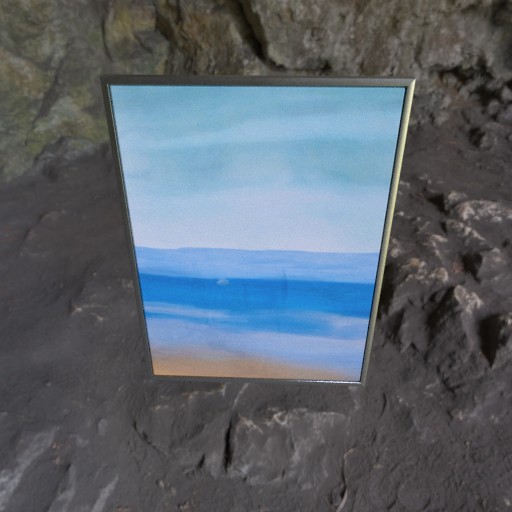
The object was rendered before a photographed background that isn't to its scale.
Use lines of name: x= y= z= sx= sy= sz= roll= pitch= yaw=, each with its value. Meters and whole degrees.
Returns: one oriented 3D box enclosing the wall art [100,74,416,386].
wall art: x=0.000 y=0.000 z=1.403 sx=0.803 sy=1.062 sz=0.041 roll=1 pitch=29 yaw=2
